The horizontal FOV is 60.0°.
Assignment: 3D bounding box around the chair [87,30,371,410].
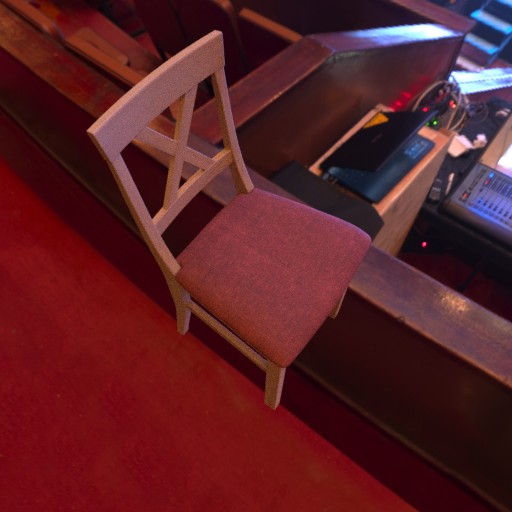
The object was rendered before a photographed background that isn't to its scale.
[{"bbox_3d":[0.000,0.000,1.173,0.492,0.912,0.439,31,63,17],"label":"chair"}]
